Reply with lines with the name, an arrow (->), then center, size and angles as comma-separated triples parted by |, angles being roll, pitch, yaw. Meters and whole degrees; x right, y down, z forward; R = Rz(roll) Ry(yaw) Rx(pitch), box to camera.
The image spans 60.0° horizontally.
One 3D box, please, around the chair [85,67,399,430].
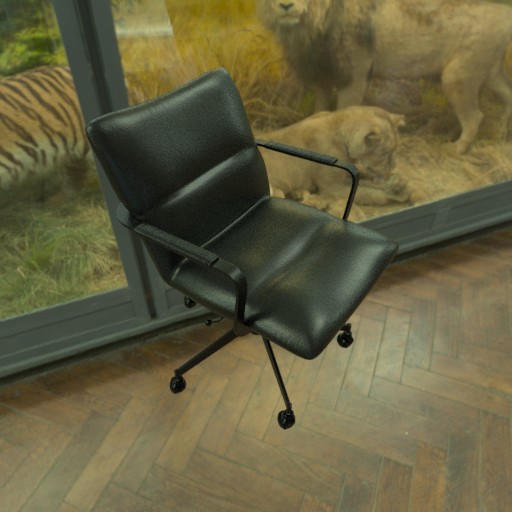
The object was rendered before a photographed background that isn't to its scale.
chair -> 0.000, 0.000, 1.442 | 0.748, 0.922, 0.719 | 26, 47, 26
